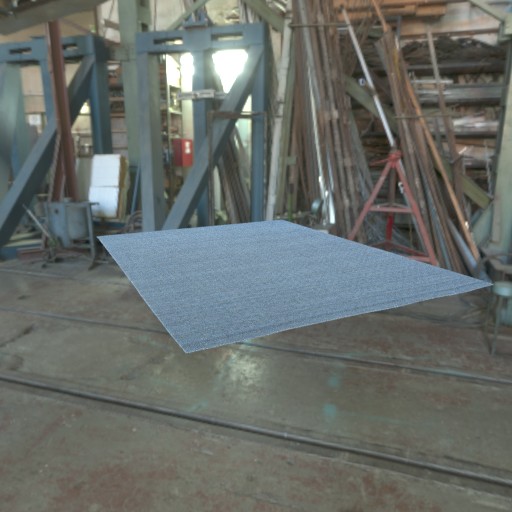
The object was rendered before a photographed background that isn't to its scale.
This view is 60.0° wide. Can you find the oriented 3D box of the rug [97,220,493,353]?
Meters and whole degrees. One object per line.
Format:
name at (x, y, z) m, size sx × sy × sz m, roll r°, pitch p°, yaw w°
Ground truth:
rug at (0.000, 0.000, 4.187) m, size 2.443 × 0.007 × 3.200 m, roll -7°, pitch 16°, yaw -26°
